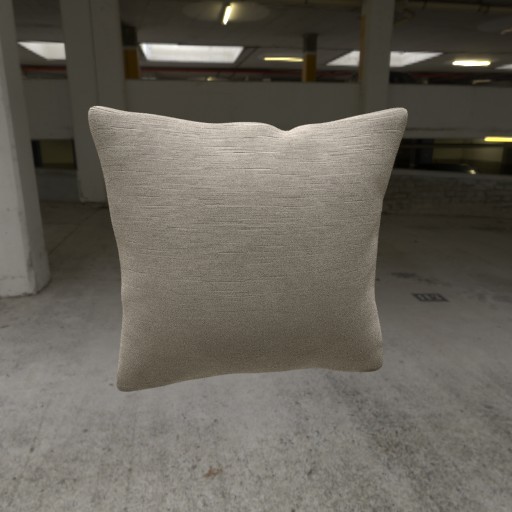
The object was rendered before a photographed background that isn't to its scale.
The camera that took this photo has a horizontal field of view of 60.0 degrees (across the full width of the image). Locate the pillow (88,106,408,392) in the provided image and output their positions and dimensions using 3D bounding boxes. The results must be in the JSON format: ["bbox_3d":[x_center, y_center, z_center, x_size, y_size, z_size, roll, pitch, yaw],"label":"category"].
[{"bbox_3d":[0.000,0.000,0.657,0.437,0.420,0.162,-2,16,-8],"label":"pillow"}]
